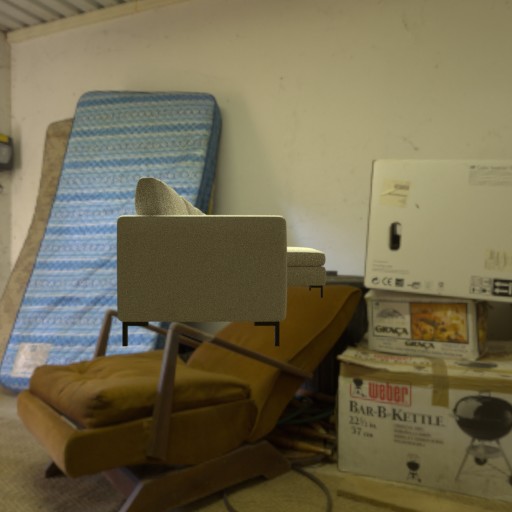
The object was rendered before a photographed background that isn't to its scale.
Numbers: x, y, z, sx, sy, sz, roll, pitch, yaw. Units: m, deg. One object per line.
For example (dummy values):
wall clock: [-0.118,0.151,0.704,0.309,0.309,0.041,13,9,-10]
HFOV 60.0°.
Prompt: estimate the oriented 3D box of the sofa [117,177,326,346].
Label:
sofa: [0.000,0.000,2.921,1.126,0.677,2.445,0,1,-1]
